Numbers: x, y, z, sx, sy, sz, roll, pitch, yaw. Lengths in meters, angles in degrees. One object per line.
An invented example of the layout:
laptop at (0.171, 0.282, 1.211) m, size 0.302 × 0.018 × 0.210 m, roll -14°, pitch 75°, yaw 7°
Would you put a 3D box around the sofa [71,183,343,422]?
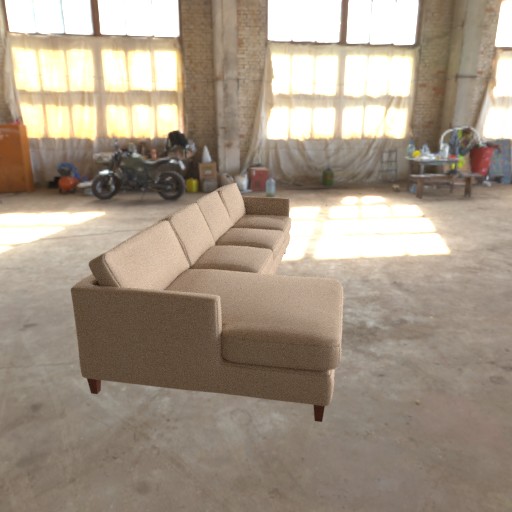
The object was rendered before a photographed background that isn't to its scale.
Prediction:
sofa at (0.000, 0.000, 3.839) m, size 1.502 × 0.876 × 3.201 m, roll 3°, pitch 17°, yaw 11°
